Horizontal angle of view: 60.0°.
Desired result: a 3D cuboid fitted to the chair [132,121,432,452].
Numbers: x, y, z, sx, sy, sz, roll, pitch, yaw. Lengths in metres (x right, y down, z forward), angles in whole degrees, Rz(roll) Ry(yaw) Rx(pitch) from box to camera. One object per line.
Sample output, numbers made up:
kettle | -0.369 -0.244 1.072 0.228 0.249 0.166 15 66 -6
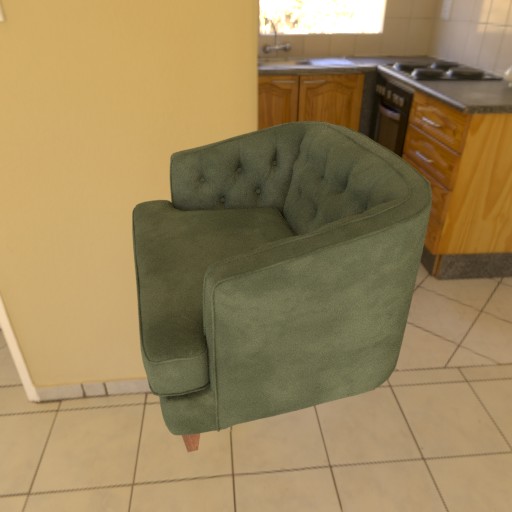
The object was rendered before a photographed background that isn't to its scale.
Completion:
chair | 0.000 0.000 1.761 0.941 0.852 1.104 -8 32 -13
